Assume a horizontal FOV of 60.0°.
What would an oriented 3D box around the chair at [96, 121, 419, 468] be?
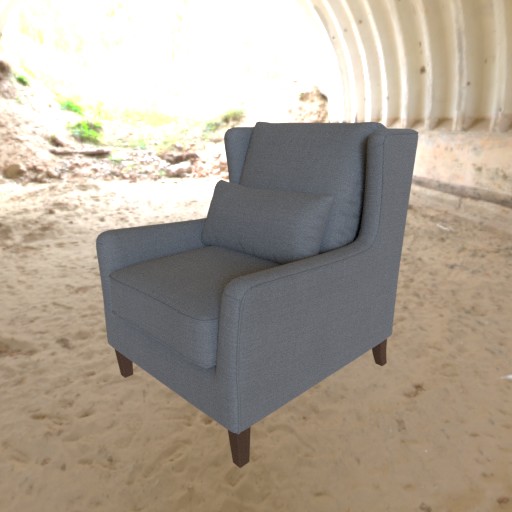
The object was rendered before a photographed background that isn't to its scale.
[{"bbox_3d":[0.000,0.000,1.816,1.040,1.056,0.866,-16,23,-42],"label":"chair"}]
